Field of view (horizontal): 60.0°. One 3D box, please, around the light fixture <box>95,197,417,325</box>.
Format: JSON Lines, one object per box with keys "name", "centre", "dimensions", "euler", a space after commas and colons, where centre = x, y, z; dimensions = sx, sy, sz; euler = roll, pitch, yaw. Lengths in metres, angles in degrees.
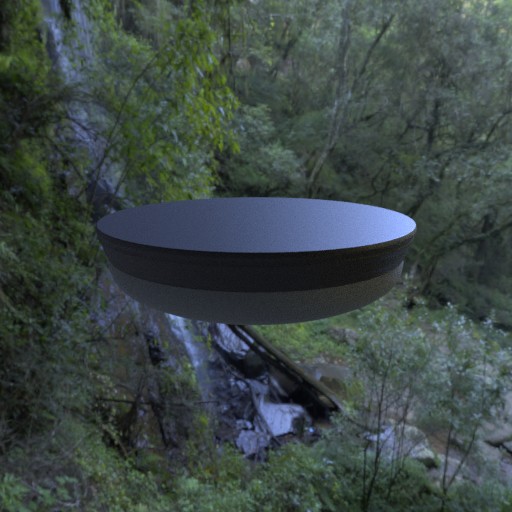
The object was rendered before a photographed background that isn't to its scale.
{"name": "light fixture", "centre": [0.000, 0.000, 0.549], "dimensions": [0.368, 0.100, 0.368], "euler": [0, 15, 0]}
